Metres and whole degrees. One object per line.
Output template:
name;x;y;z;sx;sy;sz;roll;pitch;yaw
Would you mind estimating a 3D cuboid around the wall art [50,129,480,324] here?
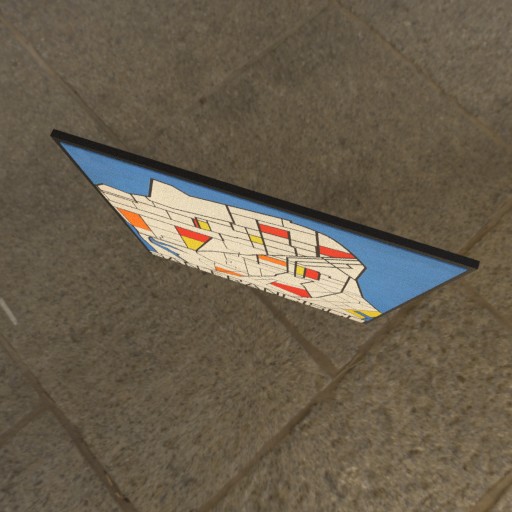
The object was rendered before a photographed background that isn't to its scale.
wall art;0.000;0.000;0.973;0.664;0.663;0.015;18;75;5
